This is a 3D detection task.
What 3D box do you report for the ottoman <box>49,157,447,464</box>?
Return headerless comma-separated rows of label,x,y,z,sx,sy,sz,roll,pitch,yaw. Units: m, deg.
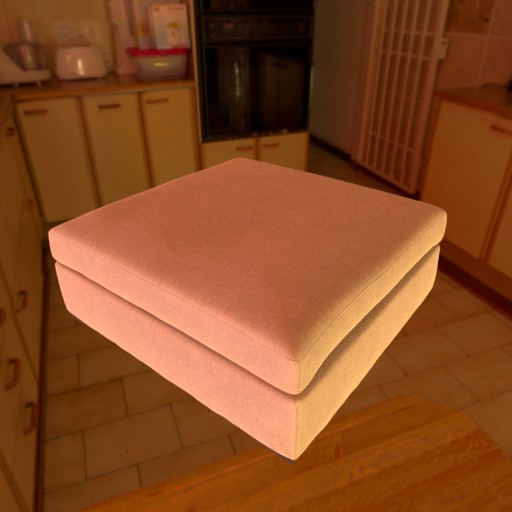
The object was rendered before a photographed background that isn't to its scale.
ottoman,0.000,0.000,1.839,1.203,0.517,1.171,22,37,32
